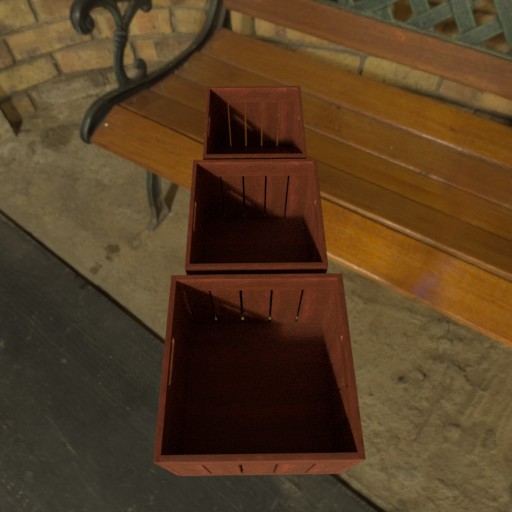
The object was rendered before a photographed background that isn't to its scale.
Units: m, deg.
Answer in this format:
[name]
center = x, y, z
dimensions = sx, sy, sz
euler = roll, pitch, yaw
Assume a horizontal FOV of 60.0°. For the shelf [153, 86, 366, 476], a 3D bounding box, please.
[shelf]
center = 0.000, 0.000, 1.224
dimensions = 0.393, 0.311, 1.064
euler = -1, 60, 0
